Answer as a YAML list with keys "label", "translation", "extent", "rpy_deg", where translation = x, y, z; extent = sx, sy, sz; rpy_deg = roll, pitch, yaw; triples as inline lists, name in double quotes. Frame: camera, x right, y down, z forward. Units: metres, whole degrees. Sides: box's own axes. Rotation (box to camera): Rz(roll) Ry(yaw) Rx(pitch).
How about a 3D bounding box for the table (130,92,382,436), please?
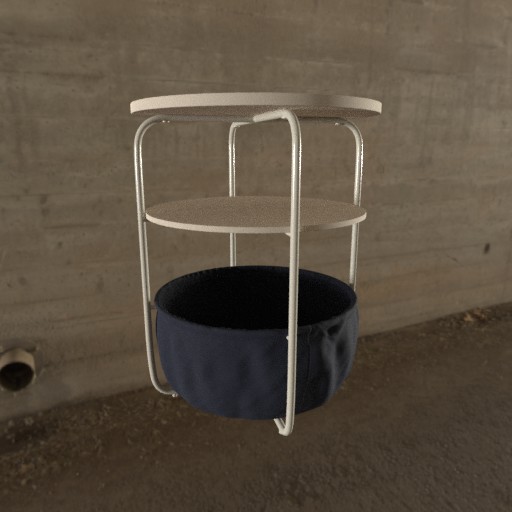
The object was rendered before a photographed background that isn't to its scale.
- label: "table"
  translation: [0.000, 0.000, 0.830]
  extent: [0.418, 0.532, 0.418]
  rpy_deg: [8, 16, 29]
